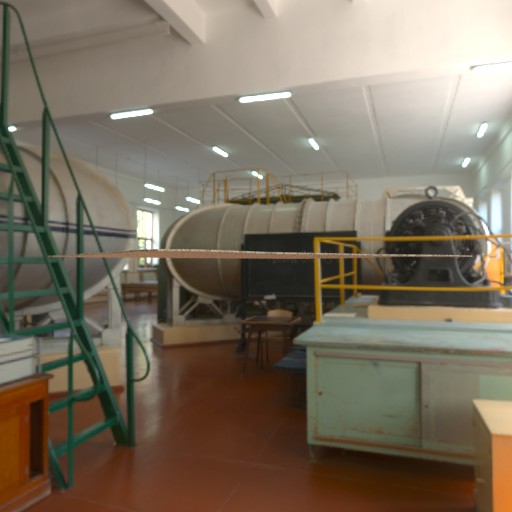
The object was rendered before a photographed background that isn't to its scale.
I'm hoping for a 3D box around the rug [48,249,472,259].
[{"bbox_3d":[0.000,0.000,4.055,3.054,0.030,2.430,1,-1,-36],"label":"rug"}]
